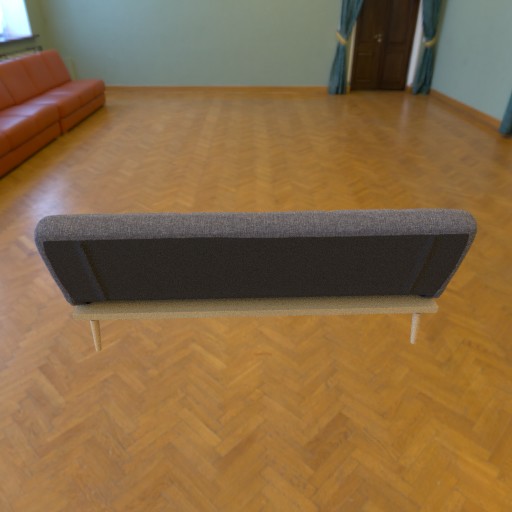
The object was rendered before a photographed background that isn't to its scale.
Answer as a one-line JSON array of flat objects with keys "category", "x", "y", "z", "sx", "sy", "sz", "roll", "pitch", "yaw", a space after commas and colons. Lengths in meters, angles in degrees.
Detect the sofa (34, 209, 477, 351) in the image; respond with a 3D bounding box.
[{"category": "sofa", "x": 0.000, "y": 0.000, "z": 2.282, "sx": 1.820, "sy": 0.770, "sz": 0.820, "roll": -1, "pitch": 30, "yaw": -2}]
